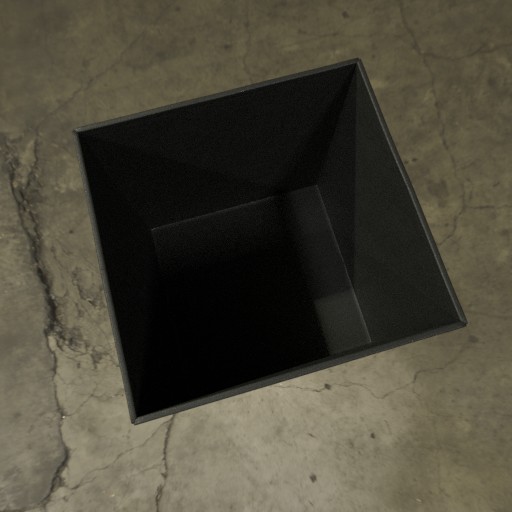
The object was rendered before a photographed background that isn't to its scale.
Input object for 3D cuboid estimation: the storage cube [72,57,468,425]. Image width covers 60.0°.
[{"bbox_3d":[0.000,0.000,0.498,0.270,0.280,0.270,-16,76,-4],"label":"storage cube"}]
